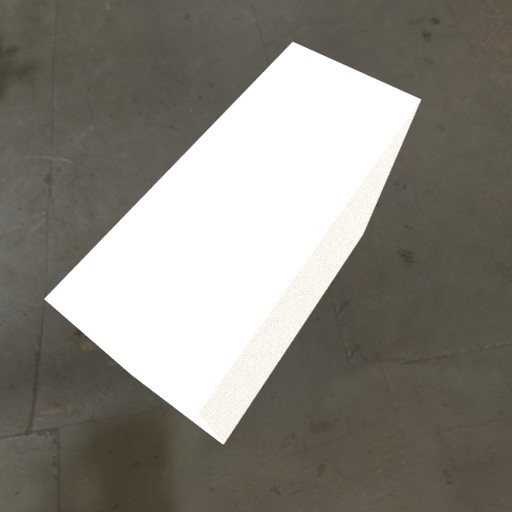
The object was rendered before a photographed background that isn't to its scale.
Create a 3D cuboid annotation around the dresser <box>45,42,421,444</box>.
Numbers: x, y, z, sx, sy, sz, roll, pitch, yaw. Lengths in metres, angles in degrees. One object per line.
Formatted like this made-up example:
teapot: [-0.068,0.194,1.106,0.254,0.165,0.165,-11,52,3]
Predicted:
dresser: [0.000,0.000,1.561,0.460,0.820,1.100,31,67,15]
